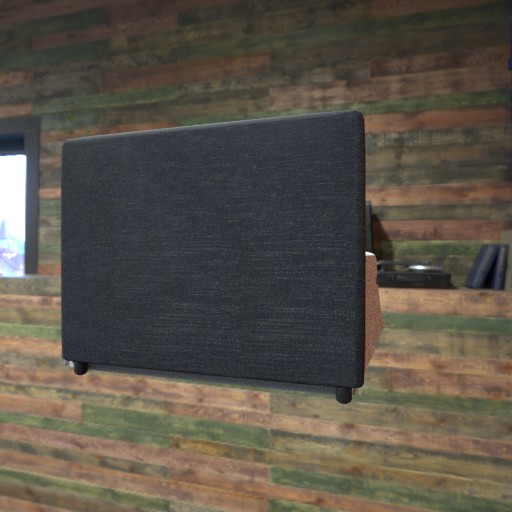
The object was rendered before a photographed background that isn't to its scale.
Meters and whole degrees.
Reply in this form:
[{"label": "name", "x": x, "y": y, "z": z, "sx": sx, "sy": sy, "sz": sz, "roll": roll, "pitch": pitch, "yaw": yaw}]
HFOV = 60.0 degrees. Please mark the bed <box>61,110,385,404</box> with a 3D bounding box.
[{"label": "bed", "x": 0.000, "y": 0.000, "z": 3.211, "sx": 1.723, "sy": 1.330, "sz": 2.142, "roll": 0, "pitch": 0, "yaw": 19}]
